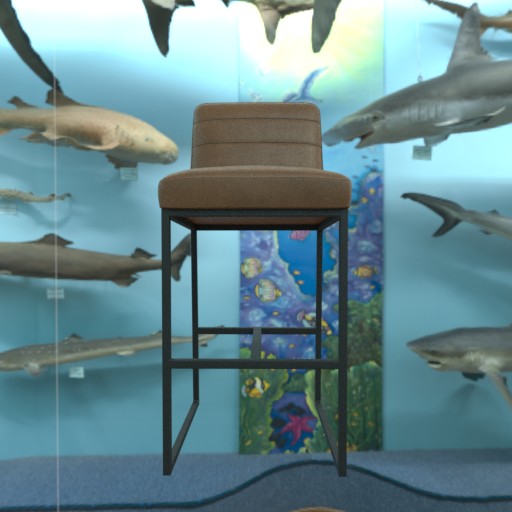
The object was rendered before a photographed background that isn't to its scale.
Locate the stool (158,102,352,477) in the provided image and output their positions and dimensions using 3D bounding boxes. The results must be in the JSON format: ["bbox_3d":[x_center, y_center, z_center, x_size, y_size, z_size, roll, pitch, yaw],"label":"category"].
[{"bbox_3d":[0.000,0.000,1.298,0.458,1.040,0.556,0,1,1],"label":"stool"}]
